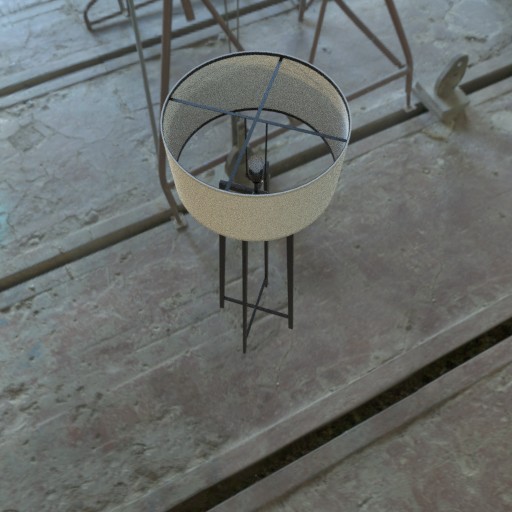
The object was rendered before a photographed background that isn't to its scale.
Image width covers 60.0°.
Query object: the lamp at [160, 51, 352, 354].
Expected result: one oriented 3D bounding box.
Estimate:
[{"bbox_3d":[0.000,0.000,1.741,0.457,1.510,0.456,16,65,8],"label":"lamp"}]
